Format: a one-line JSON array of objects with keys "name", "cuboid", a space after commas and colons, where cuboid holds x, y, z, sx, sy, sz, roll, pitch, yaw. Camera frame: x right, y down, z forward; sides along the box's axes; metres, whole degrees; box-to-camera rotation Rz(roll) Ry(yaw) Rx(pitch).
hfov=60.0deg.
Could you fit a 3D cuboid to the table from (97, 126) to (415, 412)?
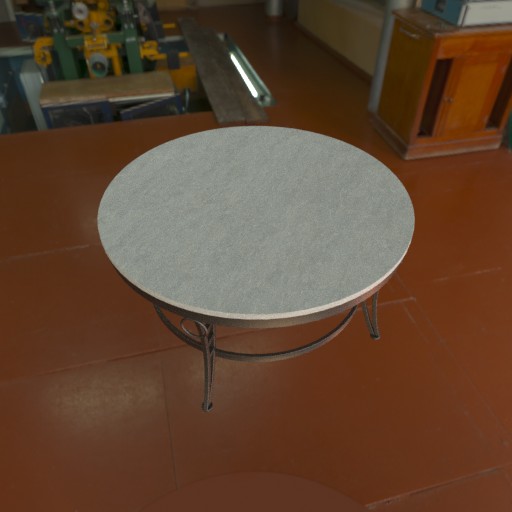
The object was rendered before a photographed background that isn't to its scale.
[{"name": "table", "cuboid": [0.000, 0.000, 1.443, 0.889, 0.470, 0.889, 0, 42, 0]}]
